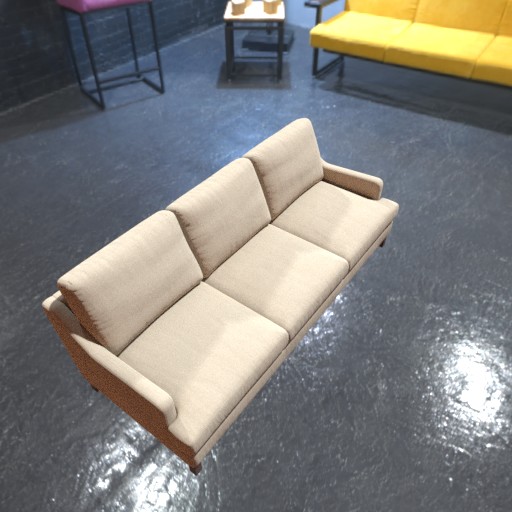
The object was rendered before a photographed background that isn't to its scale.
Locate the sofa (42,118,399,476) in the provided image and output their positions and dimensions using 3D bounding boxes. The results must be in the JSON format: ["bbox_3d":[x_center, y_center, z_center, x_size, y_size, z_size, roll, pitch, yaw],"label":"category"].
[{"bbox_3d":[0.000,0.000,2.848,1.000,0.913,2.321,27,49,26],"label":"sofa"}]
